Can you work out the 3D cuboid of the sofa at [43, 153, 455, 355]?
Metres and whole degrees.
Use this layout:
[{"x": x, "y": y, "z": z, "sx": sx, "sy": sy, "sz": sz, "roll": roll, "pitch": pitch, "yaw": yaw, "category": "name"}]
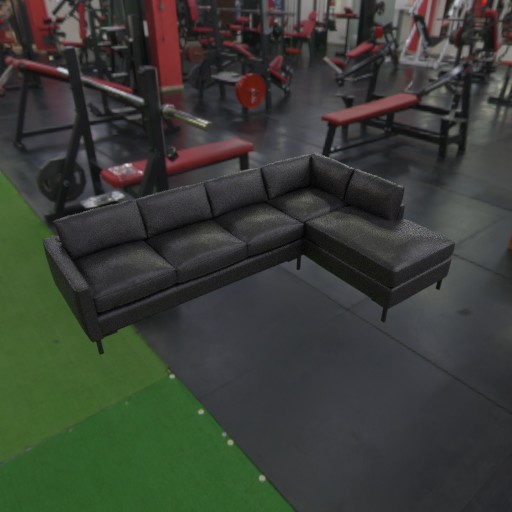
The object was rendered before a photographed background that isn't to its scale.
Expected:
[{"x": 0.000, "y": 0.000, "z": 3.835, "sx": 2.984, "sy": 0.877, "sz": 1.938, "roll": -21, "pitch": 37, "yaw": -30, "category": "sofa"}]
